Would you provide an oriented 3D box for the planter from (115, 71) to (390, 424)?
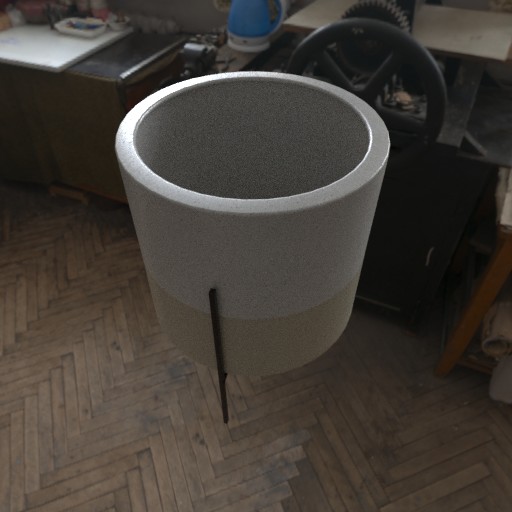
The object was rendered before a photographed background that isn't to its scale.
[{"bbox_3d":[0.000,0.000,0.755,0.368,0.484,0.359,-11,46,-10],"label":"planter"}]
